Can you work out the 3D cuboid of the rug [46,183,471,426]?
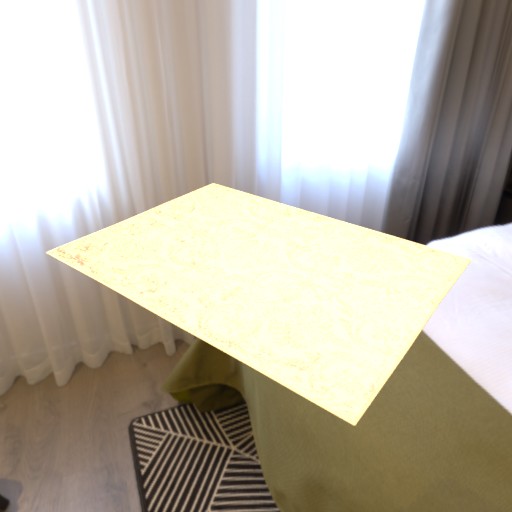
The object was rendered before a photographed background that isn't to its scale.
[{"bbox_3d":[0.000,0.000,2.830,2.202,0.014,1.598,21,36,32],"label":"rug"}]
